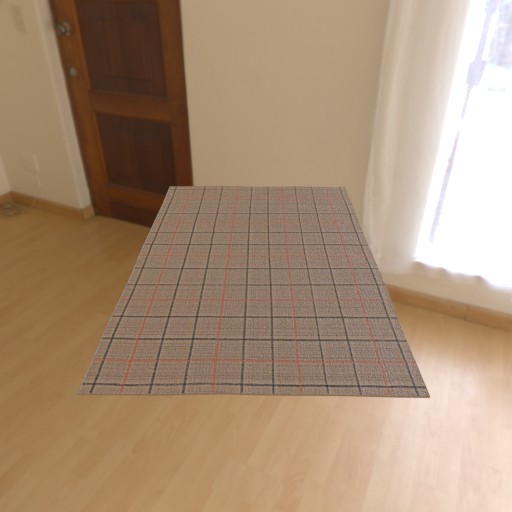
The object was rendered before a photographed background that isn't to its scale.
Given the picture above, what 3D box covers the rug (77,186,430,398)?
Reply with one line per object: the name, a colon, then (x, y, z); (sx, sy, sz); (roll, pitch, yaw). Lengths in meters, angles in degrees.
rug: (0.000, 0.000, 2.307); (1.220, 0.013, 1.829); (0, 32, 1)
